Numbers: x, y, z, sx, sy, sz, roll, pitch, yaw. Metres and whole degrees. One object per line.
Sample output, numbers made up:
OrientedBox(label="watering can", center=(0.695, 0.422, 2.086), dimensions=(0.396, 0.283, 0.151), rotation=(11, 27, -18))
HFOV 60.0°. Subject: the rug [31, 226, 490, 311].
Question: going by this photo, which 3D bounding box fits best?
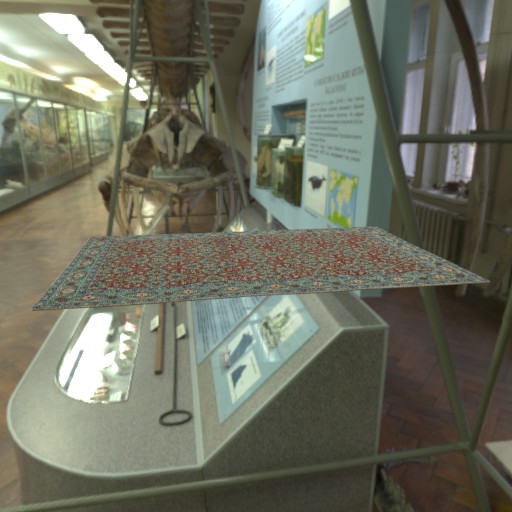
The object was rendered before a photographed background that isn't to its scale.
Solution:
OrientedBox(label="rug", center=(0.000, 0.000, 3.032), dimensions=(2.439, 0.011, 1.533), rotation=(-3, 16, -9))
